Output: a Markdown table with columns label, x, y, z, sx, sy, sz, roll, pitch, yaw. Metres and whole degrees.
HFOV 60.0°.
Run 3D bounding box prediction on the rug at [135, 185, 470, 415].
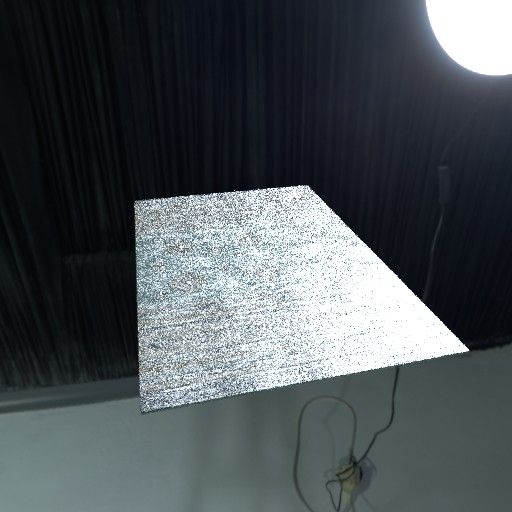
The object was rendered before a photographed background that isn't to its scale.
| label | x | y | z | sx | sy | sz | roll | pitch | yaw |
| --- | --- | --- | --- | --- | --- | --- | --- | --- | --- |
| rug | 0.000 | 0.000 | 2.309 | 1.212 | 0.010 | 1.811 | -7 | 30 | -12 |
